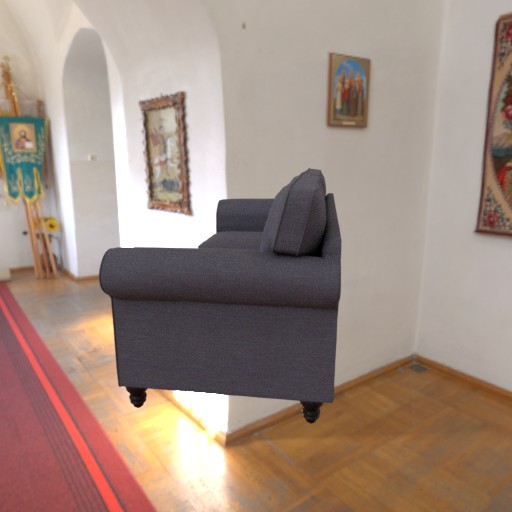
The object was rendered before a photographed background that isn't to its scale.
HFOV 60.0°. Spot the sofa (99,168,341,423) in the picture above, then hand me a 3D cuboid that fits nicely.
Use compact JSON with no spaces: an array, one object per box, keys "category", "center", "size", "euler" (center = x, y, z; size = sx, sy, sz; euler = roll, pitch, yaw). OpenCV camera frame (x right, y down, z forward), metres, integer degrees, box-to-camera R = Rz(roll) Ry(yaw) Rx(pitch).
[{"category":"sofa","center":[0.000,0.000,2.613],"size":[0.909,0.966,2.084],"euler":[2,13,9]}]
